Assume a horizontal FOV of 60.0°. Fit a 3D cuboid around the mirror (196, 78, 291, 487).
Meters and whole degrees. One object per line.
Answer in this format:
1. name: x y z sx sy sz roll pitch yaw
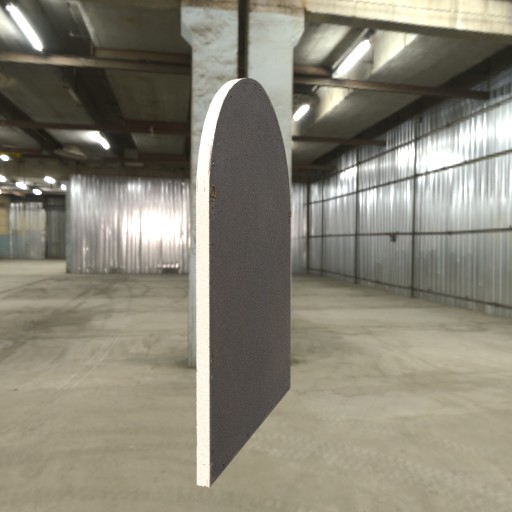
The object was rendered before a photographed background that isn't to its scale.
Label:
1. mirror: 0.000 0.000 1.201 0.032 0.920 0.660 0 1 19
